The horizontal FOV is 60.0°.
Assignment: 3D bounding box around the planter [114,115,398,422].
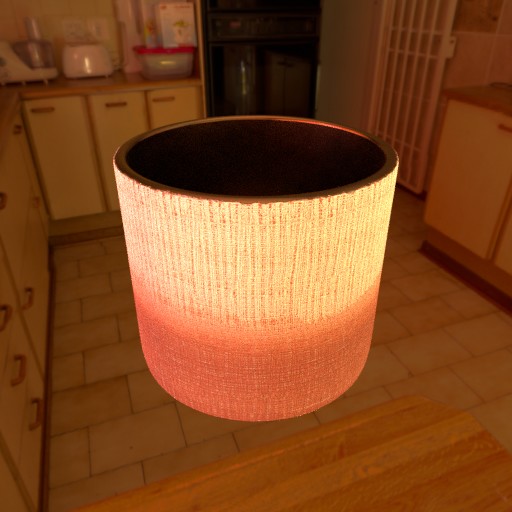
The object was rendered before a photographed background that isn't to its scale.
[{"bbox_3d":[0.000,0.000,0.399,0.221,0.201,0.221,0,30,0],"label":"planter"}]
